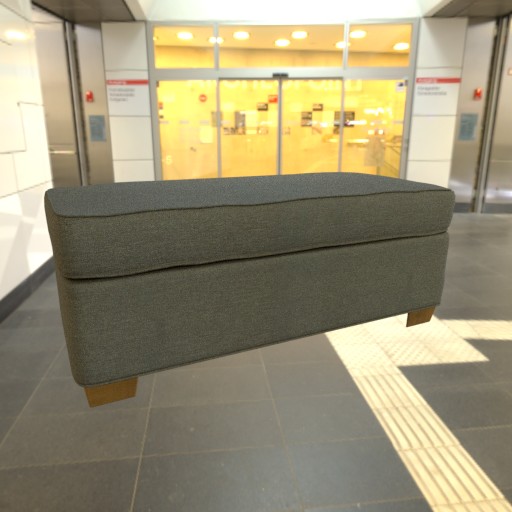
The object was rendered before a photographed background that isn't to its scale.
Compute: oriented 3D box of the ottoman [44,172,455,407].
[{"bbox_3d":[0.000,0.000,1.336,1.110,0.460,0.515,-8,18,-25],"label":"ottoman"}]
